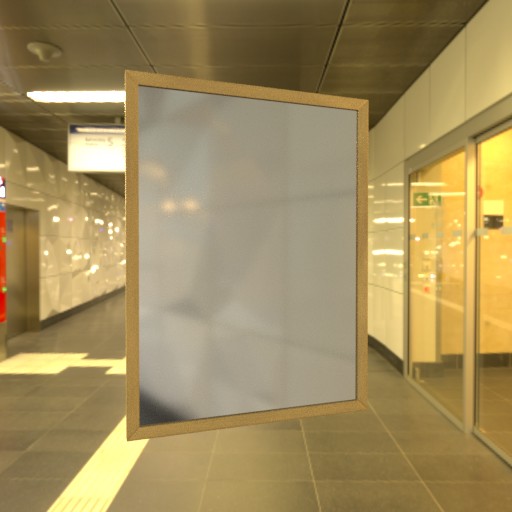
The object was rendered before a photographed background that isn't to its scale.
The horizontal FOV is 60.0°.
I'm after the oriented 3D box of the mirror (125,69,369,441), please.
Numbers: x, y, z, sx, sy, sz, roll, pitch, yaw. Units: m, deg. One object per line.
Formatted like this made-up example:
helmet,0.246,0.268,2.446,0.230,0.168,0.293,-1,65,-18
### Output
mirror,0.000,0.000,1.350,0.762,1.016,0.040,0,1,-19
